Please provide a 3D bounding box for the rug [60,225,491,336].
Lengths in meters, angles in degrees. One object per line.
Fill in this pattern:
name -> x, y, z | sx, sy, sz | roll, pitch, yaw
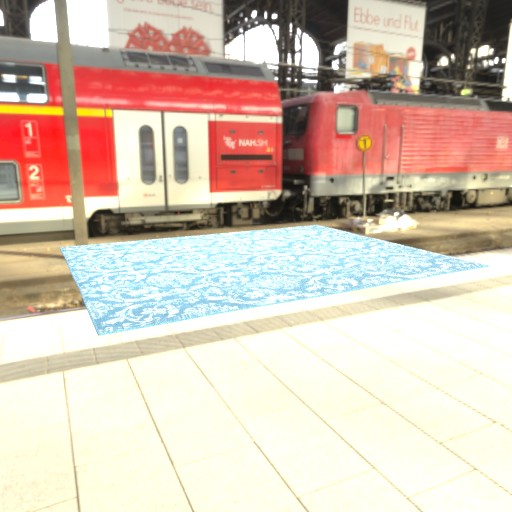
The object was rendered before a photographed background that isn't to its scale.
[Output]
rug -> 0.000, 0.000, 3.863 | 2.980, 0.012, 2.363 | -7, 14, -27
